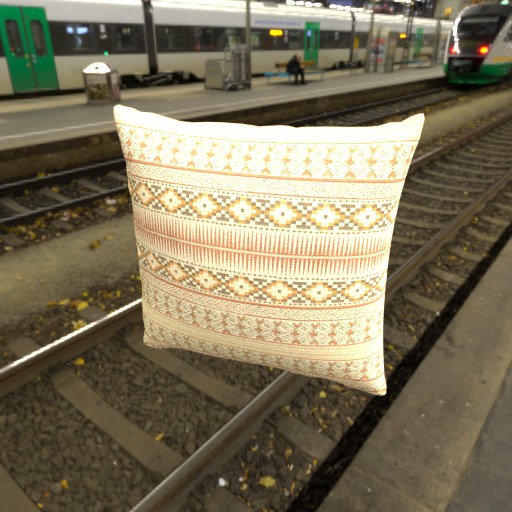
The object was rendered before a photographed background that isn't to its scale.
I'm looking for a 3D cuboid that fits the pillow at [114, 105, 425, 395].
[{"bbox_3d":[0.000,0.000,0.808,0.521,0.519,0.215,8,27,16],"label":"pillow"}]
